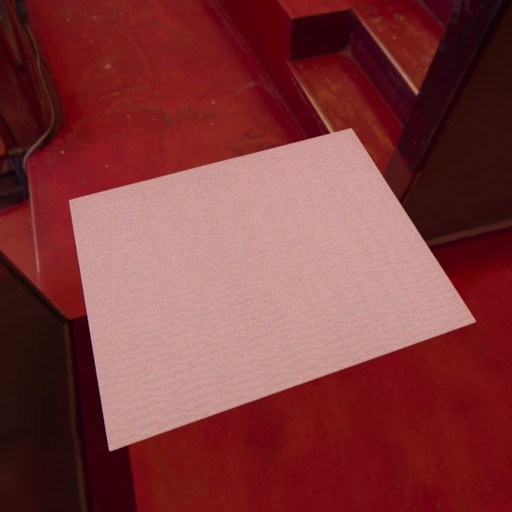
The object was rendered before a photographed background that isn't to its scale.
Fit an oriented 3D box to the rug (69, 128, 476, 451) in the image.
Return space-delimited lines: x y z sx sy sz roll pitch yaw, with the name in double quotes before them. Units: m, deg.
"rug" 0.000 0.000 4.023 3.055 0.021 2.410 -16 60 -10
